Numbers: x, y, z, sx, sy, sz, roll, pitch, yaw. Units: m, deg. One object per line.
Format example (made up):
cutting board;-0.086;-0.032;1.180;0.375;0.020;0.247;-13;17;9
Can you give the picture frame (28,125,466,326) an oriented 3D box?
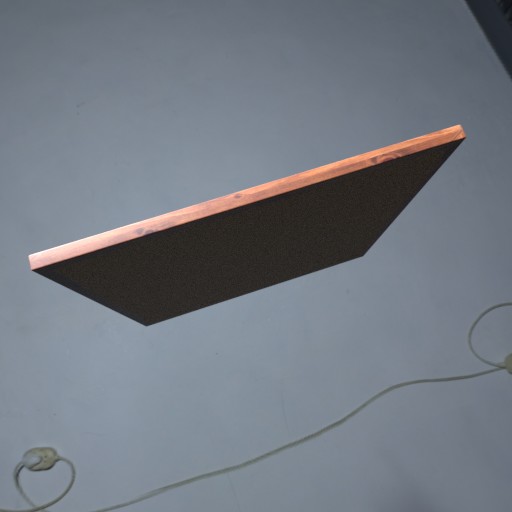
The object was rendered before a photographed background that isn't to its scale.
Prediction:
picture frame;0.000;0.000;1.178;0.810;0.817;0.029;-18;75;-5
